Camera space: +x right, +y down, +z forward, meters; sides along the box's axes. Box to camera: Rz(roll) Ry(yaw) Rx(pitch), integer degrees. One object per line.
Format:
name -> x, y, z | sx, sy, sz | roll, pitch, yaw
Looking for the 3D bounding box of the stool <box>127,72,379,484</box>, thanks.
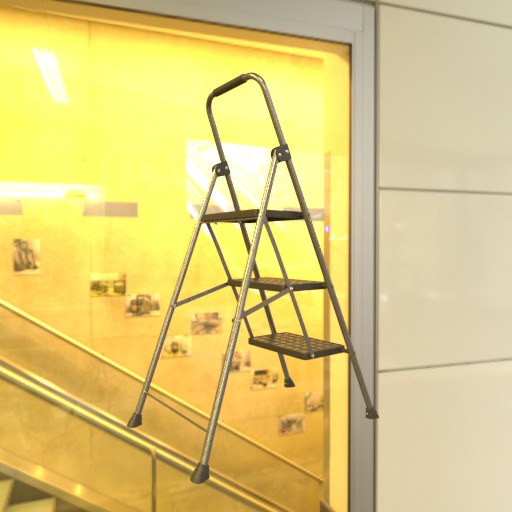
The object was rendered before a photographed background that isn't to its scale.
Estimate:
stool -> 0.000, 0.000, 1.495 | 0.733, 1.121, 0.473 | -1, 1, -37
